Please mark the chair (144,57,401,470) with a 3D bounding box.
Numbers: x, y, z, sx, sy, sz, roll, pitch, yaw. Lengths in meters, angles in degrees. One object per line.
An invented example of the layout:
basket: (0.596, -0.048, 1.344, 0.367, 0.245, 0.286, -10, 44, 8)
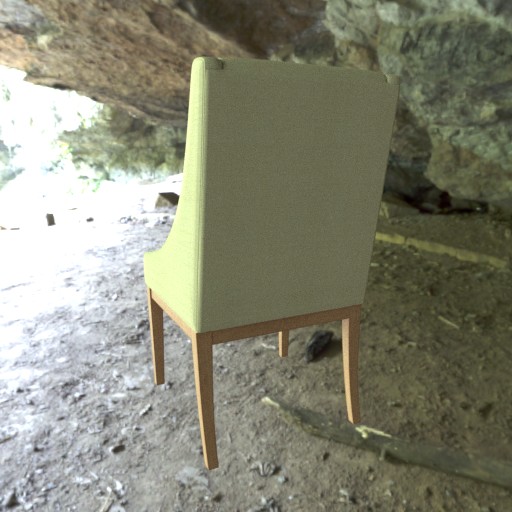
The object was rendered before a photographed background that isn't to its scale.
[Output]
chair: (0.000, 0.000, 1.375, 0.575, 1.021, 0.611, -6, 15, -25)
